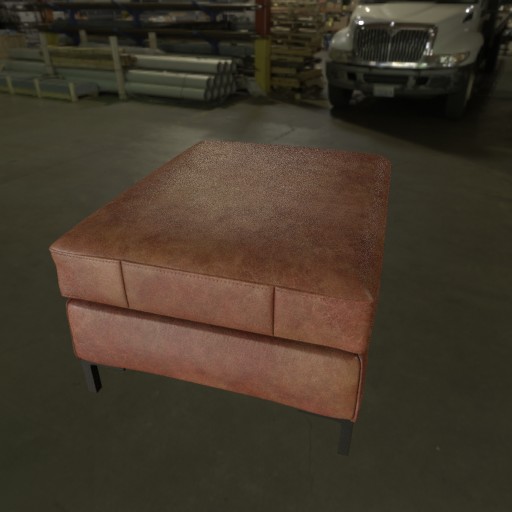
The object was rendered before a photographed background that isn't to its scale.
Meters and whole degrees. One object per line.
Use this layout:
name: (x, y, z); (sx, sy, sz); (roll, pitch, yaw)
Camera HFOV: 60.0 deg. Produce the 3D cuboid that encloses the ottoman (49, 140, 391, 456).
ottoman: (0.000, 0.000, 1.803); (0.965, 0.667, 1.186); (8, 31, 14)
